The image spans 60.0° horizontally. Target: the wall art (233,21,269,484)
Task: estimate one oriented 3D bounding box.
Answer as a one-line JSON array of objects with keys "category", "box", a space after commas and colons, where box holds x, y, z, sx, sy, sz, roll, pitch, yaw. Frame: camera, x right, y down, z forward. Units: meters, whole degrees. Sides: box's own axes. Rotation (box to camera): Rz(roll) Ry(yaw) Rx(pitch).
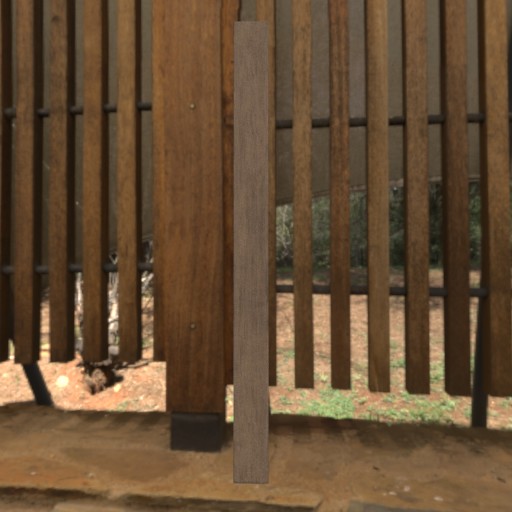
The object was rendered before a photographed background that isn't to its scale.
[{"category": "wall art", "box": [0.000, 0.000, 0.741, 0.038, 0.508, 0.508, 0, -2, 1]}]
